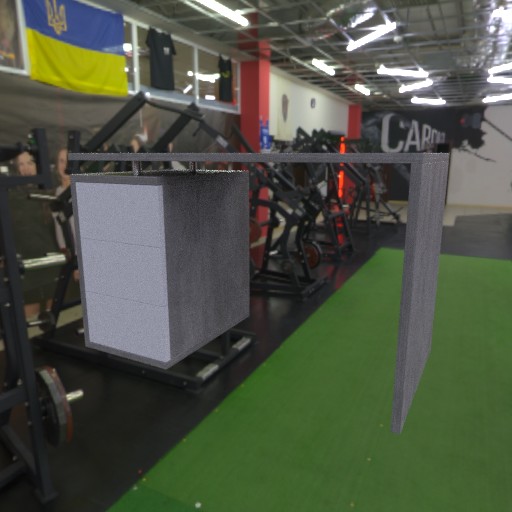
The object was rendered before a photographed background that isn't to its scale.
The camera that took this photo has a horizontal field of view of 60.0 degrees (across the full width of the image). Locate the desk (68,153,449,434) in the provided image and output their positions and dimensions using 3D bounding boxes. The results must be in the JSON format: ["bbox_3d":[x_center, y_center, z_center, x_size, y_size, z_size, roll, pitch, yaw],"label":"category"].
[{"bbox_3d":[0.000,0.000,1.639,1.200,0.740,0.600,7,15,28],"label":"desk"}]
